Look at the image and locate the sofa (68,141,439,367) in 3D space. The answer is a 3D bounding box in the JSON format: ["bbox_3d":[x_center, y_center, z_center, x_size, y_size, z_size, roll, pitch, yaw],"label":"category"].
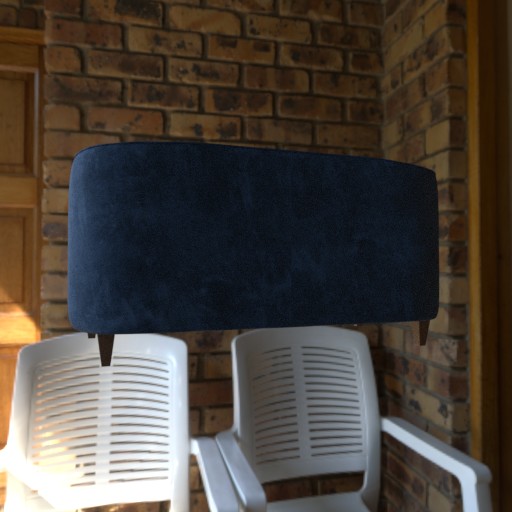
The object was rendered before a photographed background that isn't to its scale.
[{"bbox_3d":[0.000,0.000,2.237,1.733,0.854,0.941,0,-1,-18],"label":"sofa"}]
